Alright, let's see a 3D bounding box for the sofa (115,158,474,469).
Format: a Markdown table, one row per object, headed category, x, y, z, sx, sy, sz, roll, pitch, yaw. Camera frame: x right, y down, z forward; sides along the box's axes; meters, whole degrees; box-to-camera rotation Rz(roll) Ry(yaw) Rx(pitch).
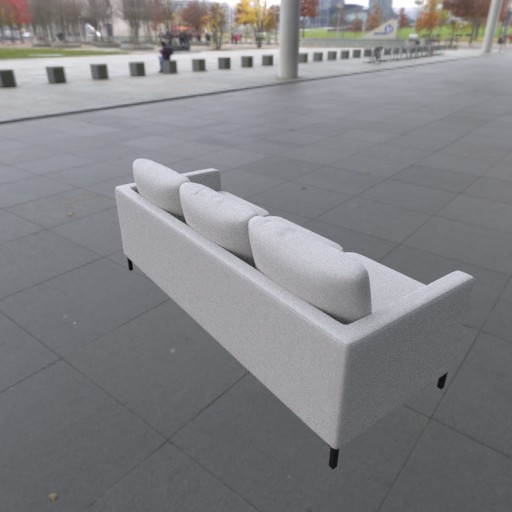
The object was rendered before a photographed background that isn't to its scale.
| category | x | y | z | sx | sy | sz | roll | pitch | yaw |
| --- | --- | --- | --- | --- | --- | --- | --- | --- | --- |
| sofa | 0.000 | 0.000 | 2.651 | 0.859 | 0.874 | 2.218 | -18 | 32 | -32 |
